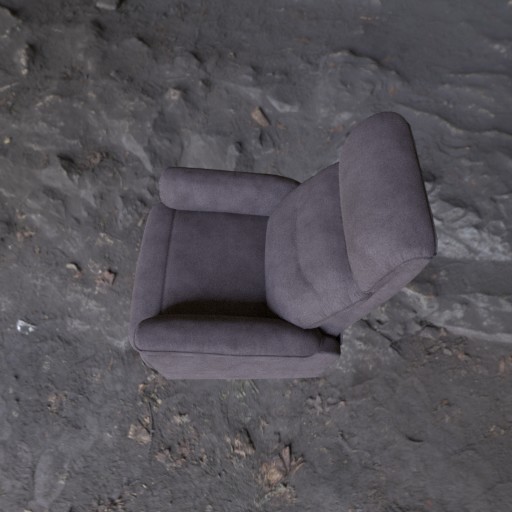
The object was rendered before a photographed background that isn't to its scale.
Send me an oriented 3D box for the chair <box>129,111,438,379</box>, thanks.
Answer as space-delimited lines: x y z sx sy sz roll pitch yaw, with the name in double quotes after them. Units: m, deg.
0.000 0.000 1.746 1.009 1.036 0.830 1 59 0 "chair"
